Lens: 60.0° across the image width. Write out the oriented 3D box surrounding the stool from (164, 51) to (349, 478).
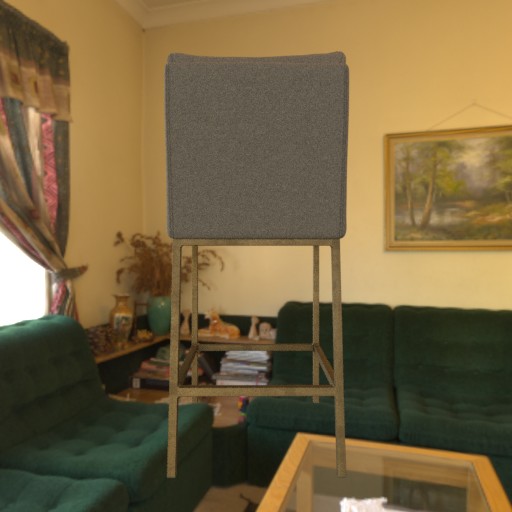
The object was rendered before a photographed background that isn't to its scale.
[{"bbox_3d":[0.000,0.000,1.296,0.463,1.030,0.569,0,0,0],"label":"stool"}]
